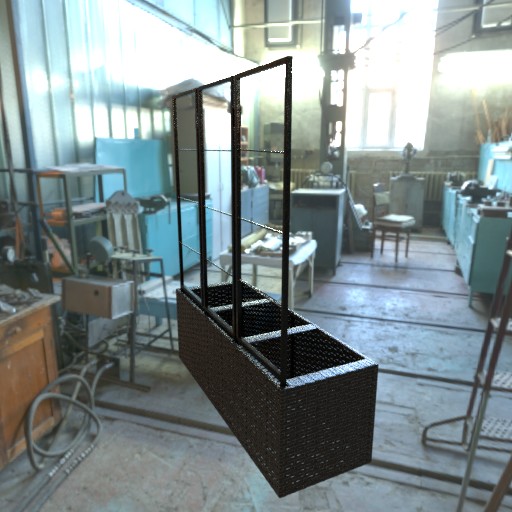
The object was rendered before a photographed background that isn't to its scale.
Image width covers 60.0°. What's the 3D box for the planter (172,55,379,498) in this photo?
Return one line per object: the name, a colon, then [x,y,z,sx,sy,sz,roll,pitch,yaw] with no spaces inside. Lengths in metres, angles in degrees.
planter: [0.000,0.000,1.156,0.244,0.841,0.699,-7,15,-26]
